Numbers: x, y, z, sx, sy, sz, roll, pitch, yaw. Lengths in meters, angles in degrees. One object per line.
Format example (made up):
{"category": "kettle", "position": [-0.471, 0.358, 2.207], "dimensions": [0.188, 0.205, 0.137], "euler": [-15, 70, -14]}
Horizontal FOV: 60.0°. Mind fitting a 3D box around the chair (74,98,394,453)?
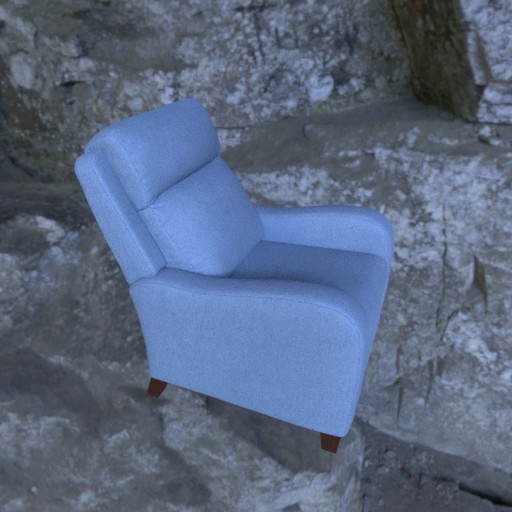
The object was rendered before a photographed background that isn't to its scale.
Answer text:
{"category": "chair", "position": [0.000, 0.000, 1.740], "dimensions": [0.988, 1.067, 0.785], "euler": [11, 32, 19]}
